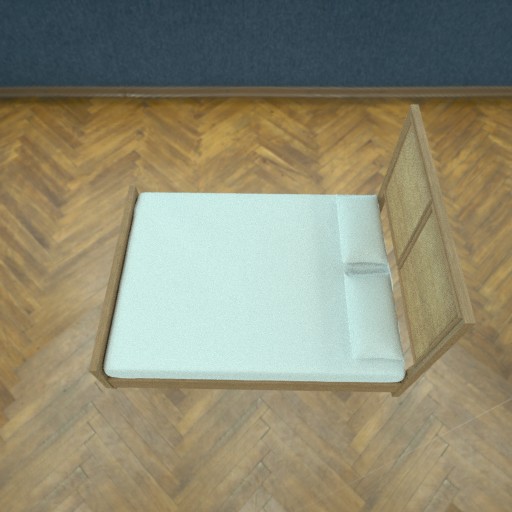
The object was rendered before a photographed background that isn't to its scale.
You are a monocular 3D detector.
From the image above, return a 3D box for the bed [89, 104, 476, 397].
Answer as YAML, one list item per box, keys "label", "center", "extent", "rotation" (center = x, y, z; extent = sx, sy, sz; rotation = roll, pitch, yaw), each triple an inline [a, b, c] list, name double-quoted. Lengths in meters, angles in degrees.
- label: "bed"
  center: [0.000, 0.000, 3.193]
  extent: [2.184, 1.387, 1.606]
  rotation: [1, 58, 1]
